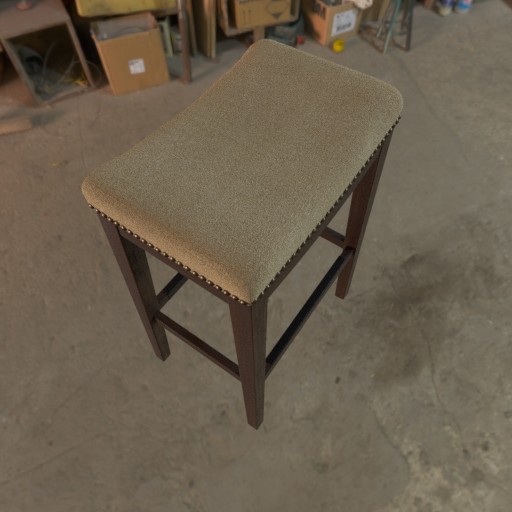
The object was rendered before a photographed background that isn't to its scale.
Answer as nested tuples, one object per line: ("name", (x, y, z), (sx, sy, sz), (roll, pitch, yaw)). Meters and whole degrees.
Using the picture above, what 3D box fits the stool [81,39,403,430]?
("stool", (0.000, 0.000, 1.043), (0.363, 0.768, 0.509), (30, 62, 18))
